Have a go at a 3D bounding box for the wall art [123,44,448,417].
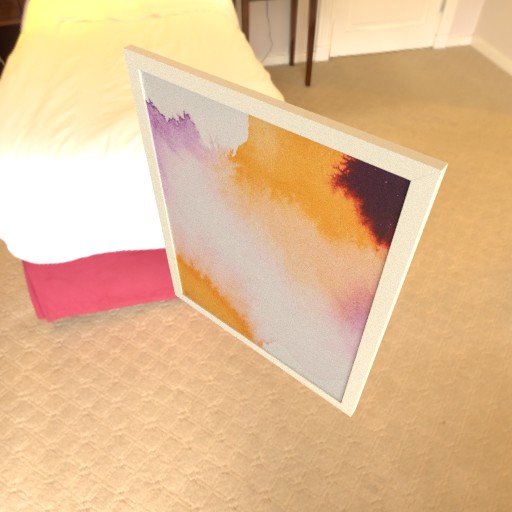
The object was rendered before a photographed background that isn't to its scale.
[{"bbox_3d":[0.000,0.000,0.597,0.382,0.456,0.013,30,54,25],"label":"wall art"}]
